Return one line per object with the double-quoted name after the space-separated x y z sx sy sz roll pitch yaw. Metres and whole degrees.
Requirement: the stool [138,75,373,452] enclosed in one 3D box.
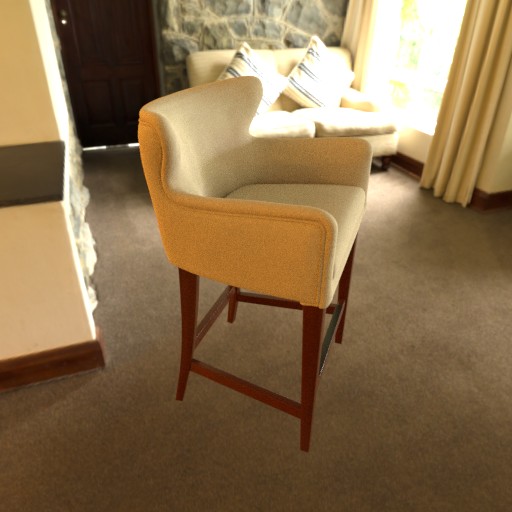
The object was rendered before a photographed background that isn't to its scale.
0.000 0.000 1.365 0.570 0.951 0.601 11 32 17 "stool"
